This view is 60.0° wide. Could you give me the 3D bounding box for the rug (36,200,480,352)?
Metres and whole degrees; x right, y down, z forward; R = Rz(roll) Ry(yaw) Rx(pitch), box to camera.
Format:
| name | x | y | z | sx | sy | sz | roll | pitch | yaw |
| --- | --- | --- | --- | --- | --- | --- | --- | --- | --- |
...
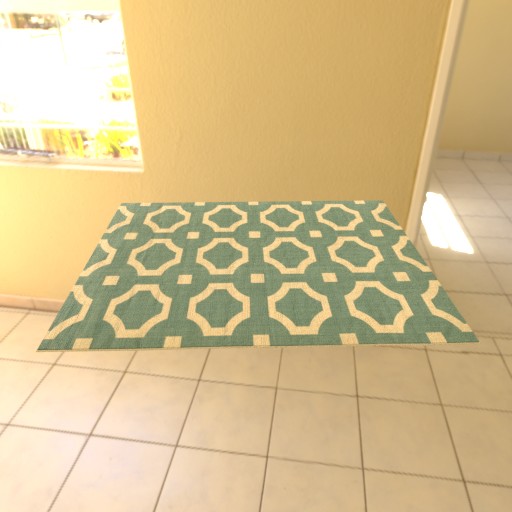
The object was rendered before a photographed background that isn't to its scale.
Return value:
| name | x | y | z | sx | sy | sz | roll | pitch | yaw |
| --- | --- | --- | --- | --- | --- | --- | --- | --- | --- |
| rug | 0.000 | 0.000 | 4.092 | 3.049 | 0.021 | 2.466 | -1 | 31 | -1 |
